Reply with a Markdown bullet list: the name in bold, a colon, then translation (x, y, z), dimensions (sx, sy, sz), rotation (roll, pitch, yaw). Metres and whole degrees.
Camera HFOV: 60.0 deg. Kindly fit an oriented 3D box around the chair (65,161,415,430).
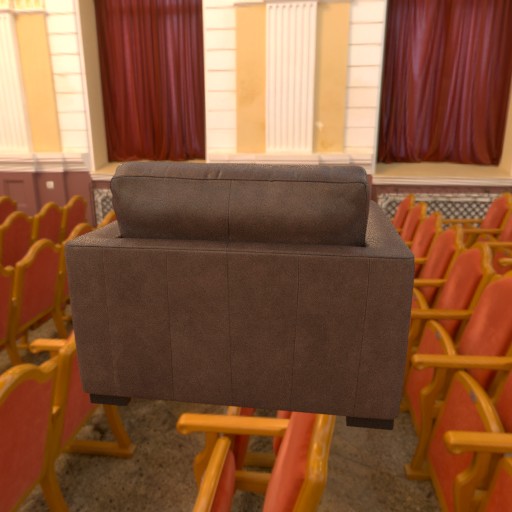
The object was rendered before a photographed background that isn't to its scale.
- **chair**: translation (0.000, 0.000, 1.830), dimensions (1.100, 0.812, 1.069), rotation (2, 16, 8)
